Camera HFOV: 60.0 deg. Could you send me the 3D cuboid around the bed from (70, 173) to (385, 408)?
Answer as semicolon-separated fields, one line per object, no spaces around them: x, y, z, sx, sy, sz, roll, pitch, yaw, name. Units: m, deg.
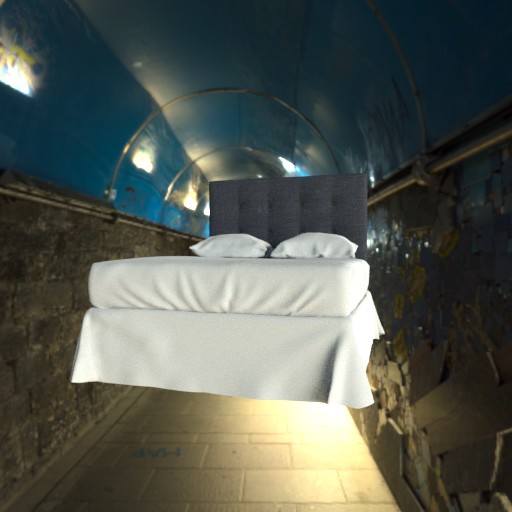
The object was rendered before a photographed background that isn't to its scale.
0.000;0.000;3.526;1.936;1.577;2.222;0;0;17;bed
